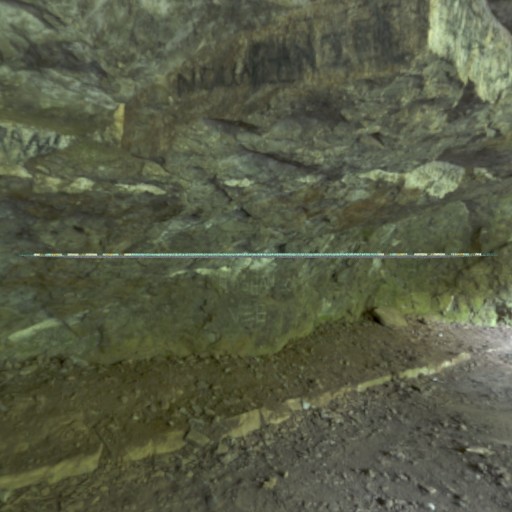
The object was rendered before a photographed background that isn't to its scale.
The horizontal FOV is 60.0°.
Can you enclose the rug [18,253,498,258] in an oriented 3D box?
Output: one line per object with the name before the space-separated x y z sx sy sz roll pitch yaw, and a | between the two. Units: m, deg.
rug | 0.000 0.000 2.628 2.441 0.010 0.744 0 -1 2
